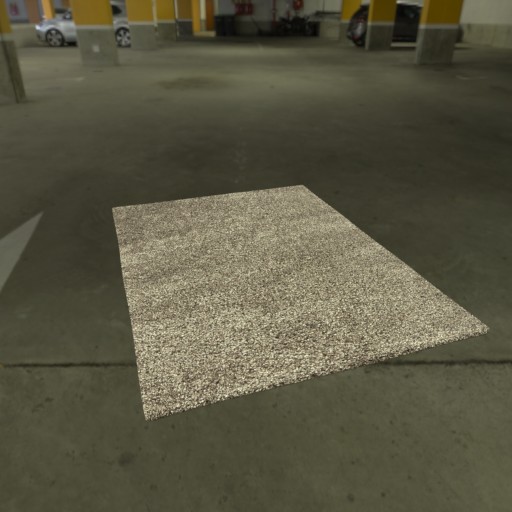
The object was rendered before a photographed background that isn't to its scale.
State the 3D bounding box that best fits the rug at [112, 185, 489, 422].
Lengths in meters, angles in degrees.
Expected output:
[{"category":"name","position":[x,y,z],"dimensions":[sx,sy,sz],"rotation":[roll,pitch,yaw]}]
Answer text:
[{"category":"rug","position":[0.000,0.000,2.059],"dimensions":[1.198,0.025,1.601],"rotation":[-9,30,-17]}]
